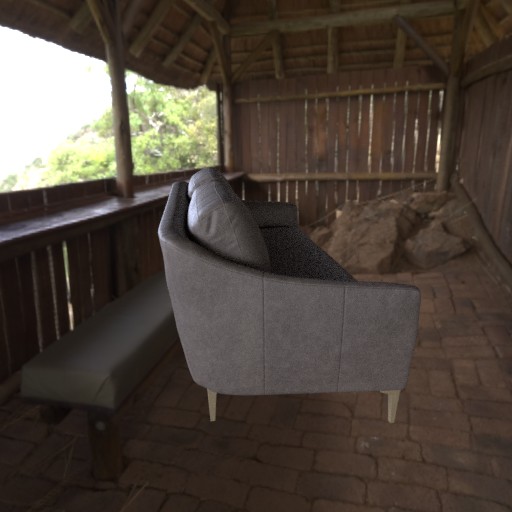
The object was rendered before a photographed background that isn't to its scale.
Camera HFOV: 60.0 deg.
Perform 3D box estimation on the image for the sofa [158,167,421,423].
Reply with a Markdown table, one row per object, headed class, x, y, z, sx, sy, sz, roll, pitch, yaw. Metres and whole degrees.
| class | x | y | z | sx | sy | sz | roll | pitch | yaw |
| --- | --- | --- | --- | --- | --- | --- | --- | --- | --- |
| sofa | 0.000 | 0.000 | 2.536 | 0.960 | 0.902 | 2.036 | -2 | 16 | -8 |
